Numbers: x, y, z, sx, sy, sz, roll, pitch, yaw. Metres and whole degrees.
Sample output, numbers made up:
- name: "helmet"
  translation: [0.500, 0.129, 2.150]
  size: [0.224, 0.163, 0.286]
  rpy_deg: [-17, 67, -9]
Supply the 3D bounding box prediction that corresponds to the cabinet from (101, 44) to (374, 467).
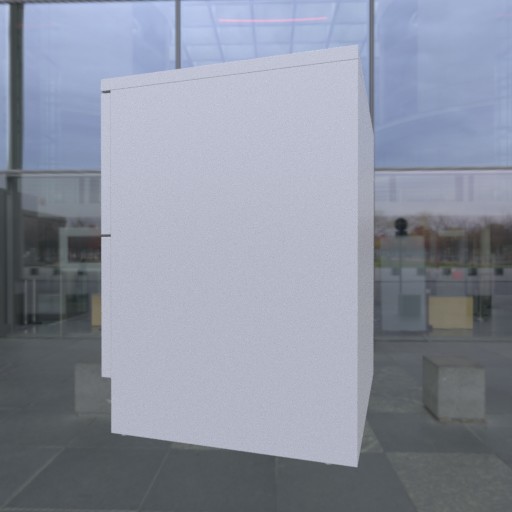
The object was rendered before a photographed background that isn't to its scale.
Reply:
- name: "cabinet"
  translation: [0.000, 0.000, 0.735]
  size: [0.360, 0.470, 0.400]
  rpy_deg: [0, 0, 17]
